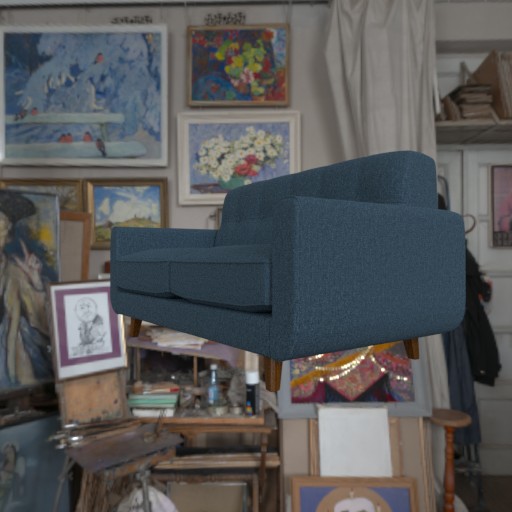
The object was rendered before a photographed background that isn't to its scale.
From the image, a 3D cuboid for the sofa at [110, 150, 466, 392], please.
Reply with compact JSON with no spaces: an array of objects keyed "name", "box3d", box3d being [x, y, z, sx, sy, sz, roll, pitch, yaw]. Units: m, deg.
[{"name":"sofa","box3d":[0.000,0.000,2.199,0.942,0.896,1.651,0,0,-36]}]
